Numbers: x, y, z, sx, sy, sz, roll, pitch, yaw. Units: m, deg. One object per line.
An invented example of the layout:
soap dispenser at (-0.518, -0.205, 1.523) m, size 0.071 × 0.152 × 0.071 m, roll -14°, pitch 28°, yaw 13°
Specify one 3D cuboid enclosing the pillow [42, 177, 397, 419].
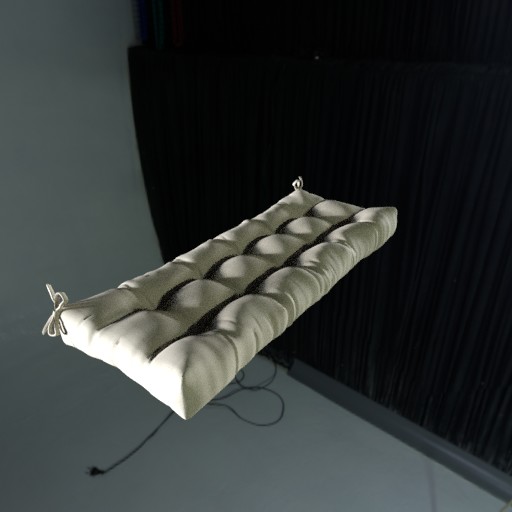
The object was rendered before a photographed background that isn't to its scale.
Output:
pillow at (0.000, 0.000, 1.373) m, size 0.511 × 0.174 × 1.194 m, roll 18°, pitch 32°, yaw 32°
